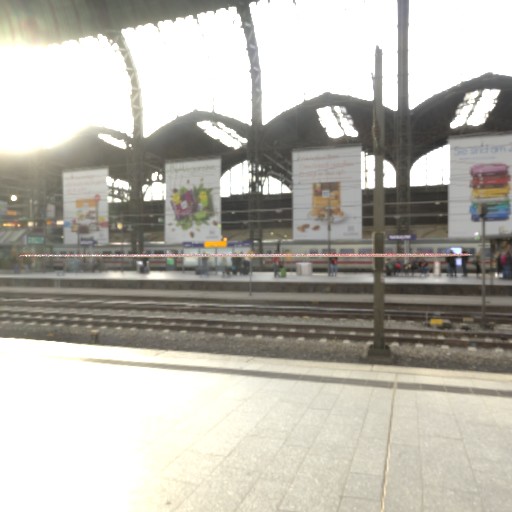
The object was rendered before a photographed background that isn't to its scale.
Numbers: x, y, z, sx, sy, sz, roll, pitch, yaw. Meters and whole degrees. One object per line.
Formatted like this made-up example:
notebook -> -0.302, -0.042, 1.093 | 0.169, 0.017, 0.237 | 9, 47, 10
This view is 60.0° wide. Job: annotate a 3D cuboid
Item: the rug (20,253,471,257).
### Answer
rug -> 0.000, 0.000, 2.279 | 1.829, 0.006, 1.219 | 0, 0, 17
